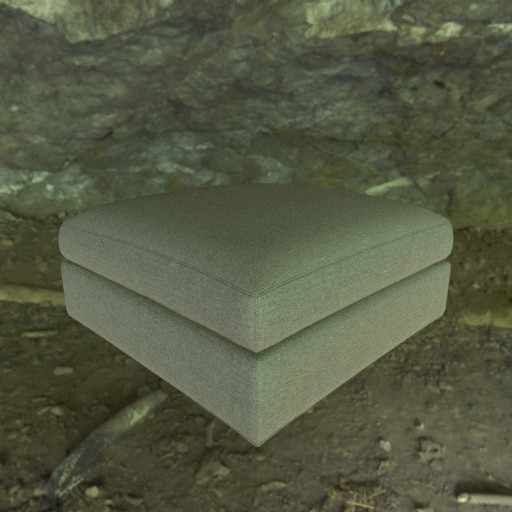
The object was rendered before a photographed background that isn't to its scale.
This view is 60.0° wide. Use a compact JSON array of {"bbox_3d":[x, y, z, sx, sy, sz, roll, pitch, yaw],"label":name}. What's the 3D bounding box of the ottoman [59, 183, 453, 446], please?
[{"bbox_3d":[0.000,0.000,1.616,1.041,0.470,1.041,16,23,43],"label":"ottoman"}]
